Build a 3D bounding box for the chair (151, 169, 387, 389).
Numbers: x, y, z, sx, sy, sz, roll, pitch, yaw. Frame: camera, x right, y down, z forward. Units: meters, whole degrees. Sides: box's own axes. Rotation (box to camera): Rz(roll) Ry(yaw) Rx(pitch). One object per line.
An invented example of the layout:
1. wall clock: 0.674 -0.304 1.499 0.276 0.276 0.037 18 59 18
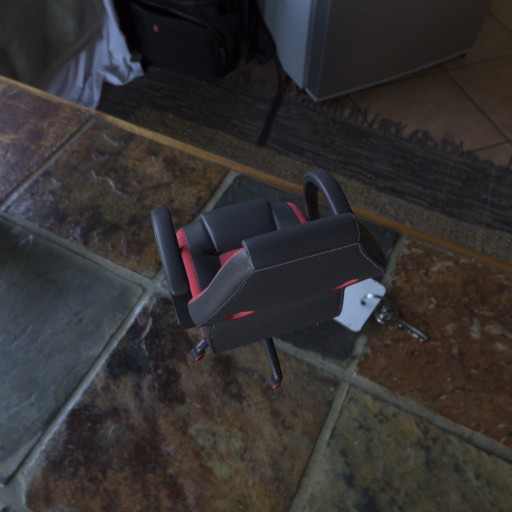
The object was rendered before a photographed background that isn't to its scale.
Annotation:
1. chair: 0.000 0.000 1.612 0.673 1.187 0.724 -15 60 -9
